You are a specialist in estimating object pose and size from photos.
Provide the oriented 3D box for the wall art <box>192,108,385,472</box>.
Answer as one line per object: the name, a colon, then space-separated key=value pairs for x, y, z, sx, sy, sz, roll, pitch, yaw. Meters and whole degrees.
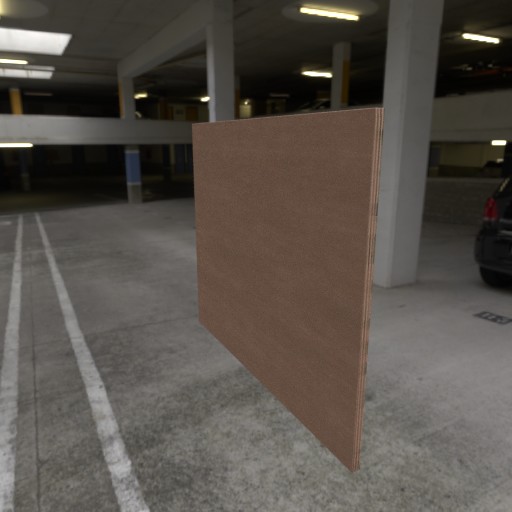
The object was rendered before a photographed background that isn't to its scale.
wall art: x=0.000 y=0.000 z=0.689 sx=0.012 sy=0.408 sz=0.508 roll=-8 pitch=17 yaw=-27
